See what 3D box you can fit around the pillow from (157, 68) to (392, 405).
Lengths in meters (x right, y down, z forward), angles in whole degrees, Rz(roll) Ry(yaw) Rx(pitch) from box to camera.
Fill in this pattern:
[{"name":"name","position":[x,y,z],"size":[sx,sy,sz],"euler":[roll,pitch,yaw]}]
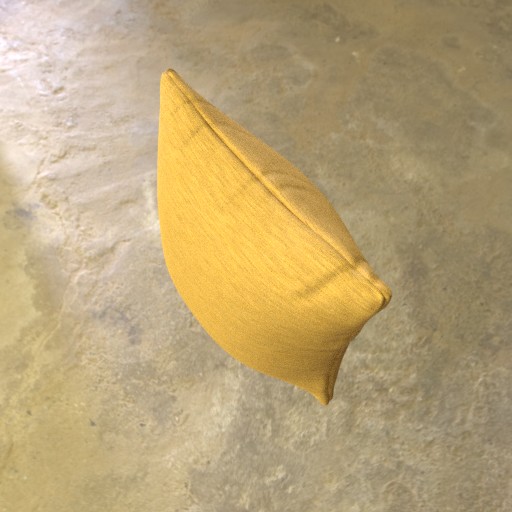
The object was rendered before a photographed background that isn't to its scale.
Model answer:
[{"name":"pillow","position":[0.000,0.000,0.689],"size":[0.247,0.417,0.435],"euler":[-32,64,-18]}]
